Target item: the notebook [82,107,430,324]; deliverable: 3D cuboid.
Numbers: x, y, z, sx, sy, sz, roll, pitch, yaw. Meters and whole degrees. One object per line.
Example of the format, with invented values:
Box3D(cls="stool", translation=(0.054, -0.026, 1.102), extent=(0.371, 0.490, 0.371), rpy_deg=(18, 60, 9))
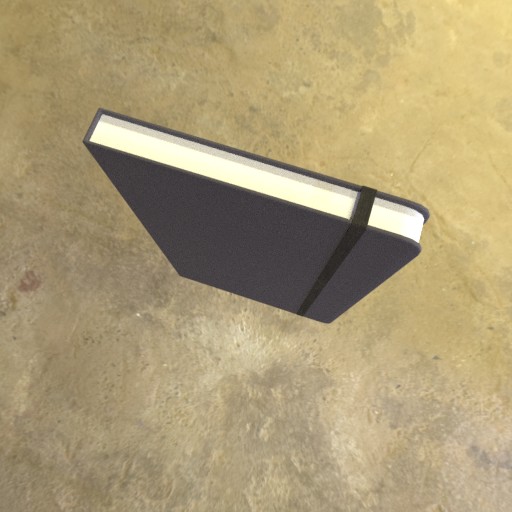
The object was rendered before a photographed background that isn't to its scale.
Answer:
Box3D(cls="notebook", translation=(0.000, 0.000, 0.258), extent=(0.127, 0.213, 0.016), rpy_deg=(18, 75, 5))
